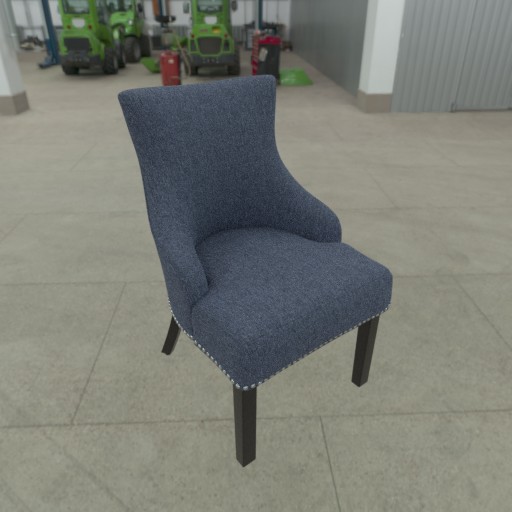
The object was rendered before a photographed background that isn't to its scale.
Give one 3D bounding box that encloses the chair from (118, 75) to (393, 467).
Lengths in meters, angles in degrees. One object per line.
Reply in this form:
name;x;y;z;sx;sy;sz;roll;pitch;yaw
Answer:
chair;0.000;0.000;1.300;0.566;0.909;0.629;-21;36;-32
